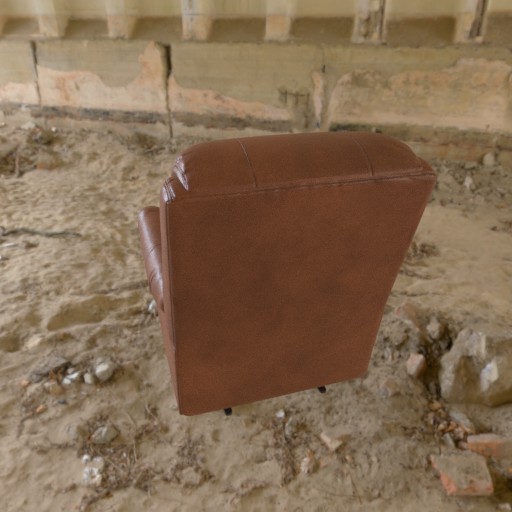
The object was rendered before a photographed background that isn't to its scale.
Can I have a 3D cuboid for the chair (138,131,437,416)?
[{"bbox_3d":[0.000,0.000,1.732,0.838,1.054,1.014,-8,28,-15],"label":"chair"}]
